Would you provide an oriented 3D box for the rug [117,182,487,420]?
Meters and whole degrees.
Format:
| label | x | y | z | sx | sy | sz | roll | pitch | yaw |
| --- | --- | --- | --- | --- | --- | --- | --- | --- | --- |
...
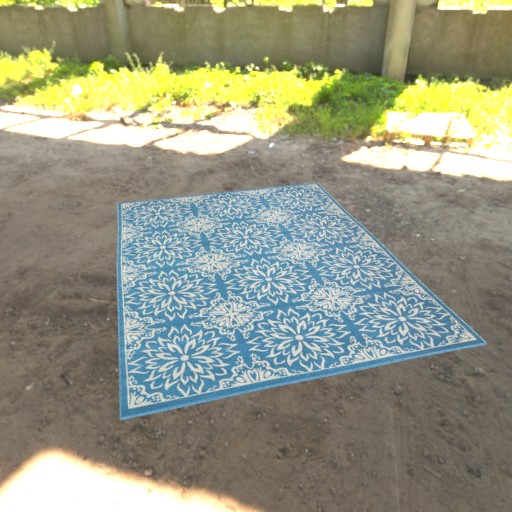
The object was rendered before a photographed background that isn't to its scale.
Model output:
| label | x | y | z | sx | sy | sz | roll | pitch | yaw |
| --- | --- | --- | --- | --- | --- | --- | --- | --- | --- |
| rug | 0.000 | 0.000 | 3.874 | 2.350 | 0.018 | 2.964 | -8 | 32 | -13 |
